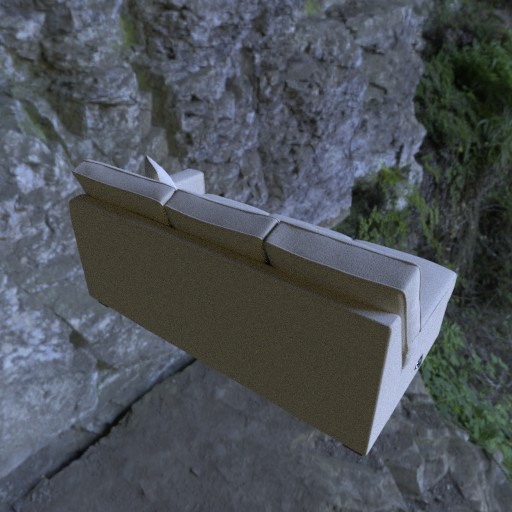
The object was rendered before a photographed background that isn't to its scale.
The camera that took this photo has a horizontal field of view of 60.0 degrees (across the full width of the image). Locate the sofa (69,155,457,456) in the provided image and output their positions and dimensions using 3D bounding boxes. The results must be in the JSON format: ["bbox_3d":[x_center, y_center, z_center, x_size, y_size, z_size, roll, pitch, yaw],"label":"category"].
[{"bbox_3d":[0.000,0.000,2.505,1.963,0.946,1.034,21,37,31],"label":"sofa"}]
